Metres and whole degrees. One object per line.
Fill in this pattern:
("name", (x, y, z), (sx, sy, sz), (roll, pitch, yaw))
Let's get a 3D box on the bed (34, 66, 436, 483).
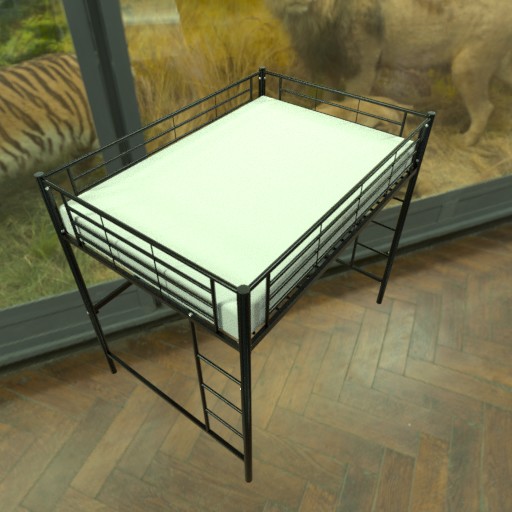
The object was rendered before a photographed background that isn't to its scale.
("bed", (0.000, 0.000, 3.164), (1.397, 1.803, 1.994), (27, 49, 27))
